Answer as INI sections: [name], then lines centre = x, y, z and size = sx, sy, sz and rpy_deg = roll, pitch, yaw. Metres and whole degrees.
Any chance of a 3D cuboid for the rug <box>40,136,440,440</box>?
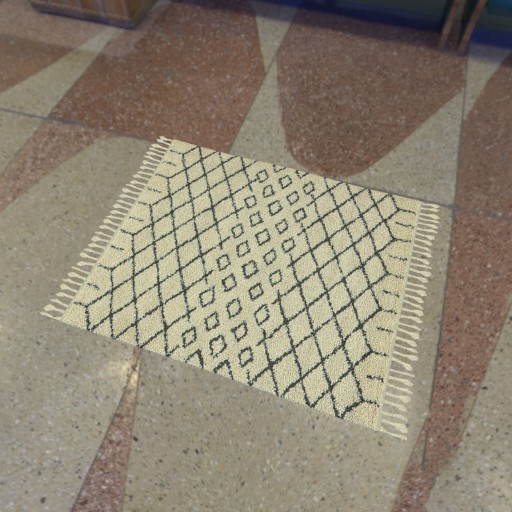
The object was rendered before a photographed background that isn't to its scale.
[rug]
centre = 0.000, 0.000, 4.215
size = 3.213, 0.030, 2.388
rpy_deg = 16, 59, 10
